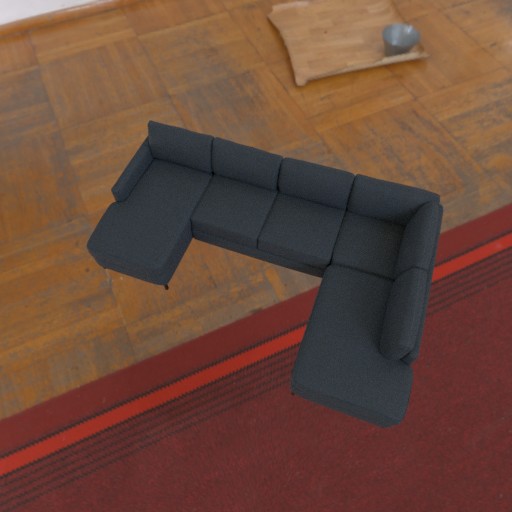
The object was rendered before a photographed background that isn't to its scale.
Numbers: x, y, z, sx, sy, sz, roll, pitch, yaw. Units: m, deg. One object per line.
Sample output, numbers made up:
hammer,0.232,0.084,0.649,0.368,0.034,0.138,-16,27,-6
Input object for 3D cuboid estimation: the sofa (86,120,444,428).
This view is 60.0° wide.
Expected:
sofa,0.000,0.000,3.927,2.975,0.858,1.984,17,60,10
